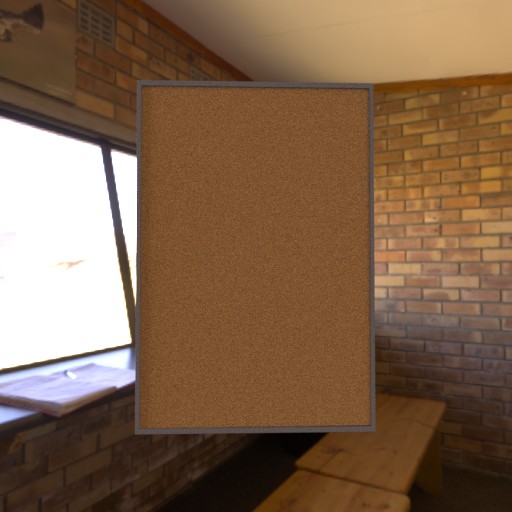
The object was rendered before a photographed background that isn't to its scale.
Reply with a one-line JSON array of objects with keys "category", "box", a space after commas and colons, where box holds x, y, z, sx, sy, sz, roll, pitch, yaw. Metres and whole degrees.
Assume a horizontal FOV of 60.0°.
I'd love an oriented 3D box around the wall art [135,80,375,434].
[{"category": "wall art", "box": [0.000, 0.000, 0.967, 0.511, 0.753, 0.039, 0, -1, -2]}]
